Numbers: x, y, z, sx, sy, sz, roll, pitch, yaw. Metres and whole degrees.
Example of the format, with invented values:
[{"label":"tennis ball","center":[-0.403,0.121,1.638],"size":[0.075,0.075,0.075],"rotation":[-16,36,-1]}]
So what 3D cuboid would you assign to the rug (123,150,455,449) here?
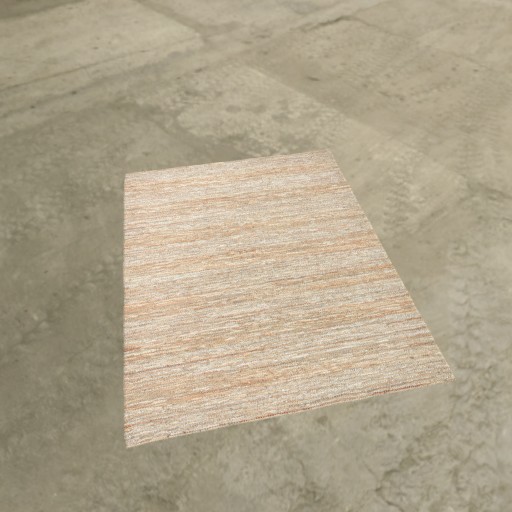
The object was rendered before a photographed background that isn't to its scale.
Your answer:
[{"label":"rug","center":[0.000,0.000,3.931],"size":[2.313,0.009,2.939],"rotation":[-8,47,-8]}]
